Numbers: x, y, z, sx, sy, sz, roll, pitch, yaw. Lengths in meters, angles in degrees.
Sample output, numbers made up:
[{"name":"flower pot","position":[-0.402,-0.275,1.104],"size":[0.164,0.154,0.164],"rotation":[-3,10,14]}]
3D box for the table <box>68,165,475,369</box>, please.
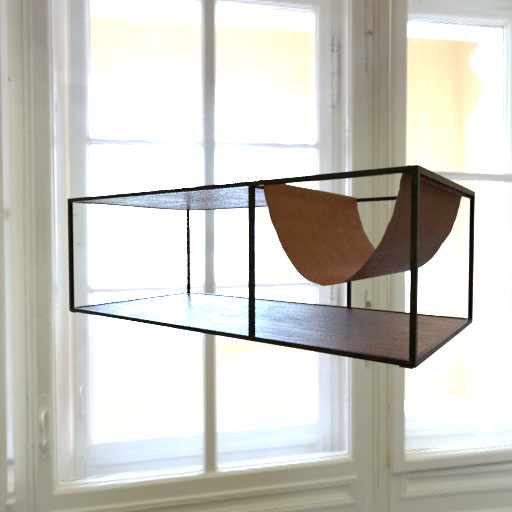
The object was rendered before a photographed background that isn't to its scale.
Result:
[{"name":"table","position":[0.000,0.000,1.452],"size":[1.199,0.403,0.597],"rotation":[1,3,36]}]
